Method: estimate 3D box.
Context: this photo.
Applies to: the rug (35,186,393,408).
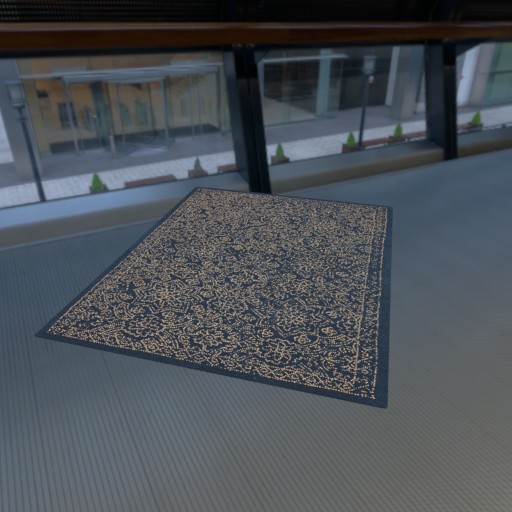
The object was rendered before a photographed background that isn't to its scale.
[{"bbox_3d":[0.000,0.000,4.140,2.438,0.010,3.048,8,31,13],"label":"rug"}]
